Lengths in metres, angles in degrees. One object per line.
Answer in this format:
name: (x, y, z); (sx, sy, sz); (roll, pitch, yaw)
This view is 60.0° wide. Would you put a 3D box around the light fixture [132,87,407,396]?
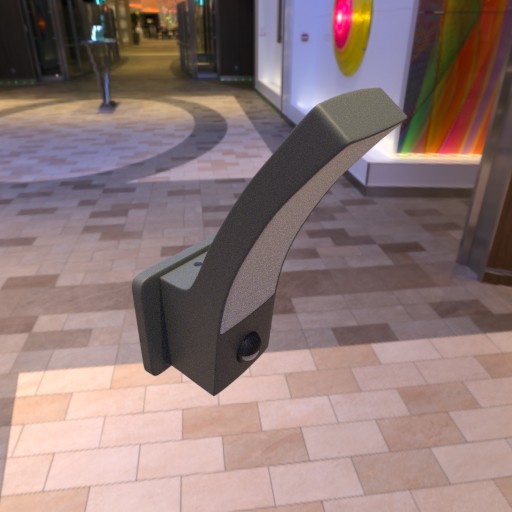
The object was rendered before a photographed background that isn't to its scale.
light fixture: (0.000, 0.000, 0.332); (0.174, 0.243, 0.108); (19, 33, 31)
